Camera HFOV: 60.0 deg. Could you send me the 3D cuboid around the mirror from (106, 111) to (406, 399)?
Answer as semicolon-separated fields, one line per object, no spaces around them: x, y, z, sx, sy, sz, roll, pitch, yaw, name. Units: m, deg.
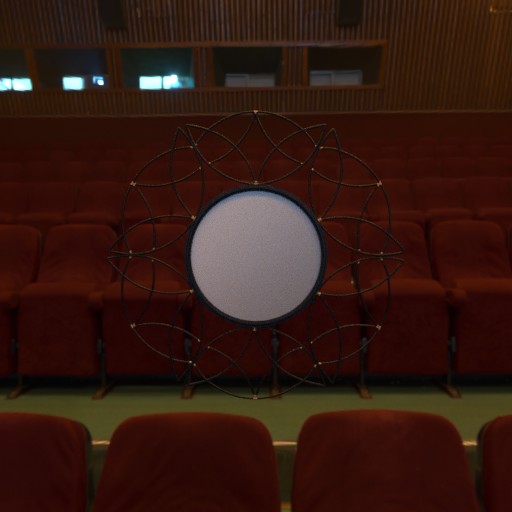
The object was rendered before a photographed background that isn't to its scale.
0.000;0.000;1.184;0.797;0.775;0.028;0;1;0;mirror
